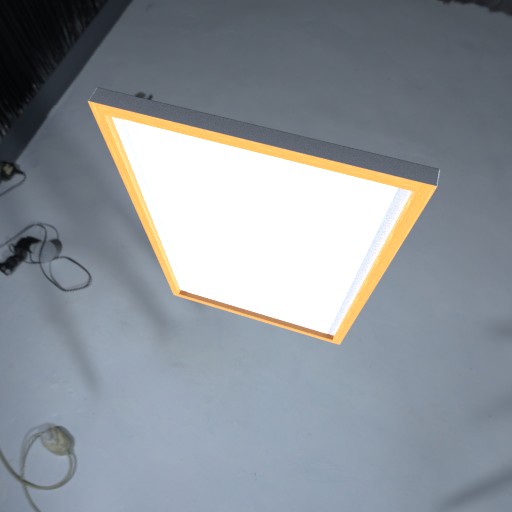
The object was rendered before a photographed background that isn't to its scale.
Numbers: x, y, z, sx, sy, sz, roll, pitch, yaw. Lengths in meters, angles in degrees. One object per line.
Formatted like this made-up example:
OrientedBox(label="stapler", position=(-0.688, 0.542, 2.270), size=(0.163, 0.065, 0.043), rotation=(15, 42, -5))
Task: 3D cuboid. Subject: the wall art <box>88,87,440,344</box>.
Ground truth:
OrientedBox(label="wall art", position=(0.000, 0.000, 0.766), size=(0.405, 0.608, 0.025), rotation=(16, 64, 8))
